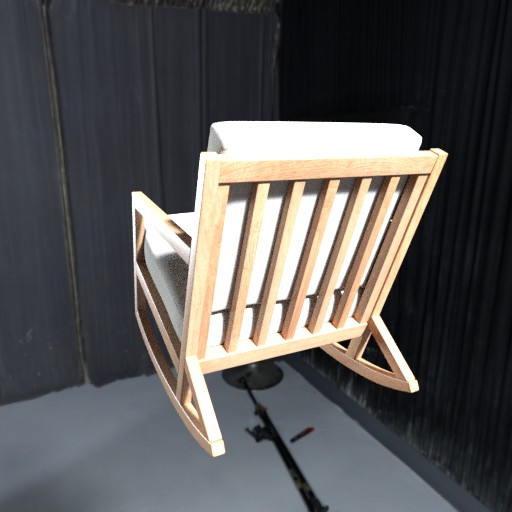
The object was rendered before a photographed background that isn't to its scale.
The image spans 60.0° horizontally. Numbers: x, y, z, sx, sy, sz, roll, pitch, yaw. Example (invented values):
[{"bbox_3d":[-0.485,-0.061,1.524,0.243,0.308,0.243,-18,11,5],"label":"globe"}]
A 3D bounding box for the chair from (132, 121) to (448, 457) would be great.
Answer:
[{"bbox_3d":[0.000,0.000,1.400,0.622,0.790,0.857,-7,17,-25],"label":"chair"}]
